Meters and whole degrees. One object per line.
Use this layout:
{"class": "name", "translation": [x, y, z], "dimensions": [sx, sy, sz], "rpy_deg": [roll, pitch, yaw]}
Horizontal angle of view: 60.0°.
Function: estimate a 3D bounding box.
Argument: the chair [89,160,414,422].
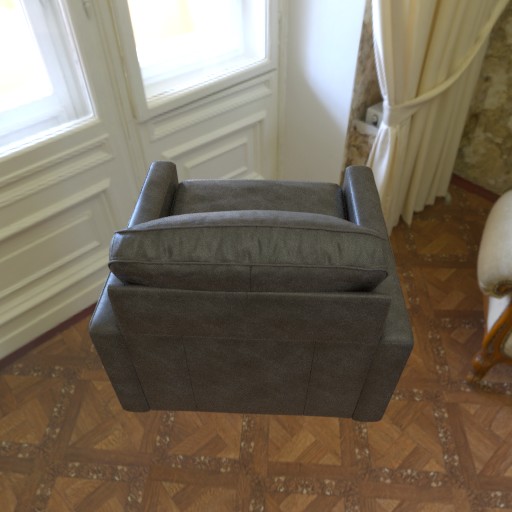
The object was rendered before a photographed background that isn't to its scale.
{"class": "chair", "translation": [0.000, 0.000, 1.722], "dimensions": [1.006, 0.916, 0.939], "rpy_deg": [2, 45, 2]}
